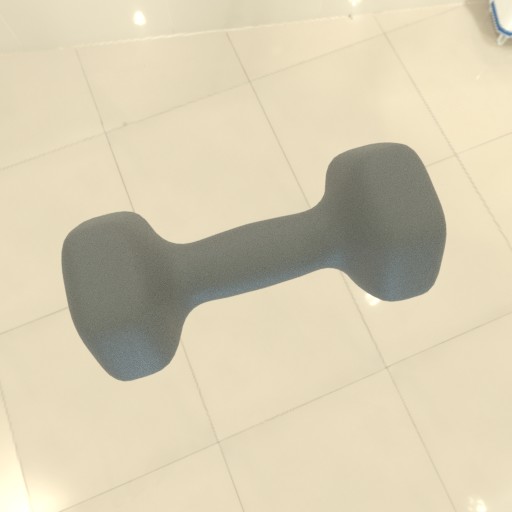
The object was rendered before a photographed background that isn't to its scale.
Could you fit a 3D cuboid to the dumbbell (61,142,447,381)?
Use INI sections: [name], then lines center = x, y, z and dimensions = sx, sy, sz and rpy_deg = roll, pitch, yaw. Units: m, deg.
[dumbbell]
center = 0.000, 0.000, 0.235
dimensions = 0.184, 0.081, 0.090
rpy_deg = -15, 75, -4
